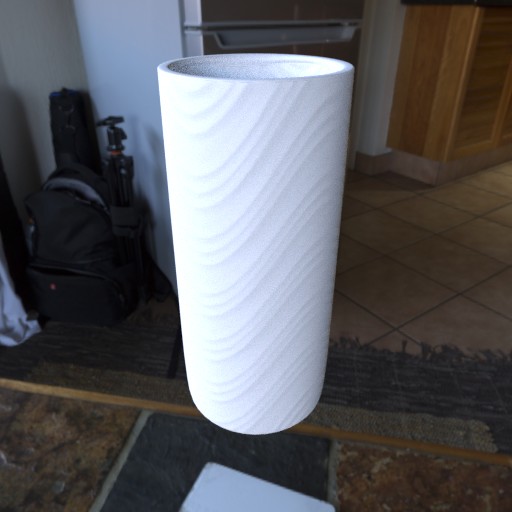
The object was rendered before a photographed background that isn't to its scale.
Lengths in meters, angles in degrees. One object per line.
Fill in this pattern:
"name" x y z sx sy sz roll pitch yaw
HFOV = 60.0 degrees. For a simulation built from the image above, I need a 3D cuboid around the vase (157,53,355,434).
"vase" 0.000 0.000 0.394 0.143 0.316 0.143 0 30 0
